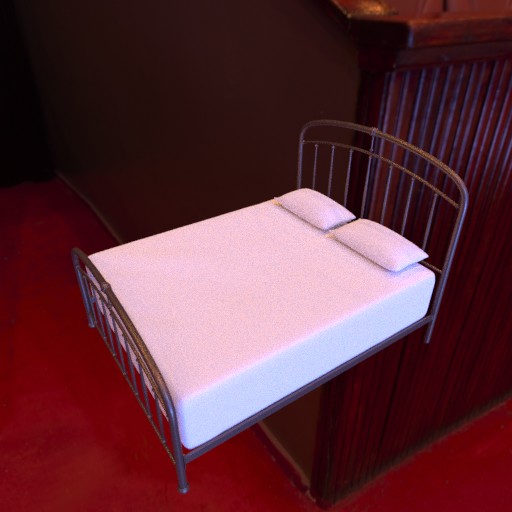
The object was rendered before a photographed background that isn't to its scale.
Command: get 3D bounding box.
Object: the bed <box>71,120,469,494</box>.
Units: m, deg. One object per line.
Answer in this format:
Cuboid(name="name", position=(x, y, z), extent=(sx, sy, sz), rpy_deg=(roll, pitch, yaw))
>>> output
Cuboid(name="bed", position=(0.000, 0.000, 3.149), extent=(2.168, 1.475, 1.711), rpy_deg=(-20, 38, -28))
